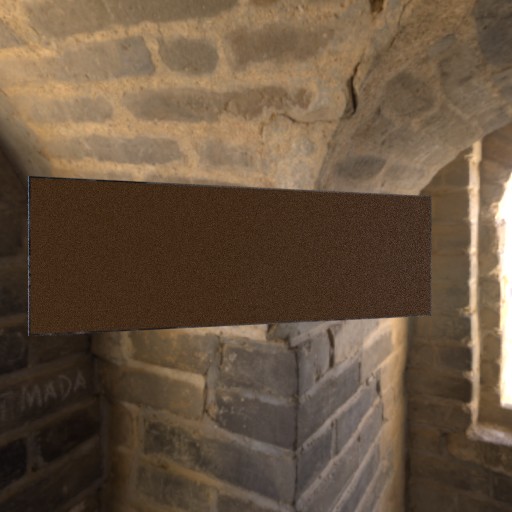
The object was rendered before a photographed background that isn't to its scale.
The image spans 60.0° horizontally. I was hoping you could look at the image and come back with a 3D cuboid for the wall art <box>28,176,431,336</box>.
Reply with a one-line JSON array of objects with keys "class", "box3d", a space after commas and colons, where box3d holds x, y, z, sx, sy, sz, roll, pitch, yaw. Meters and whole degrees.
[{"class": "wall art", "box3d": [0.000, 0.000, 0.827, 0.759, 0.251, 0.037, 0, 0, -18]}]
